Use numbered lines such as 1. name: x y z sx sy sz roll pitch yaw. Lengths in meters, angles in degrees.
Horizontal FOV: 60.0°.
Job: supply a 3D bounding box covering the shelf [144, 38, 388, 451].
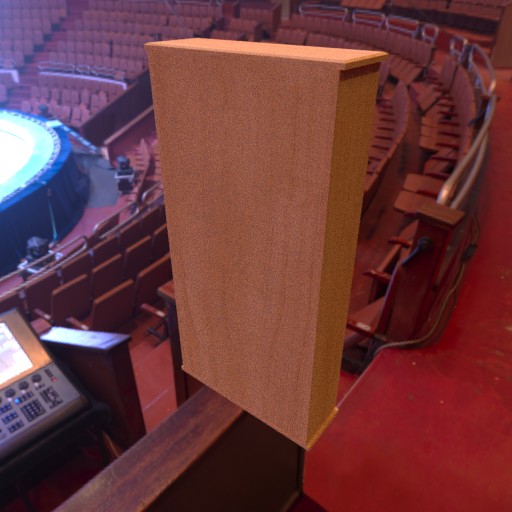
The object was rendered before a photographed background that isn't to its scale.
1. shelf: 0.000 0.000 1.202 0.520 1.030 0.175 22 37 32
